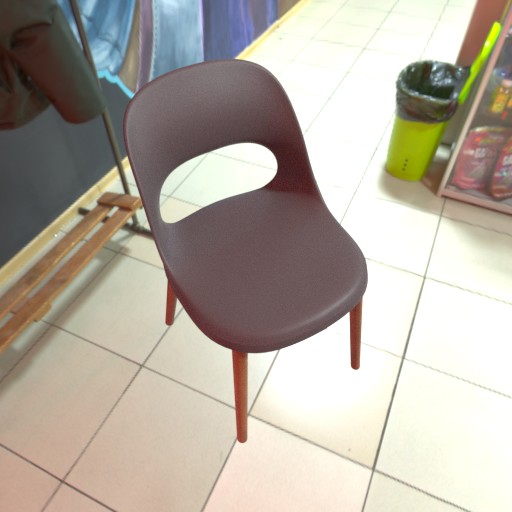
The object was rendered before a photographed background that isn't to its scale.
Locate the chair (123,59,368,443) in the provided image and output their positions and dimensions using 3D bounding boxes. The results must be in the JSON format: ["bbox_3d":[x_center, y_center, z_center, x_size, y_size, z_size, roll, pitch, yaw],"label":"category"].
[{"bbox_3d":[0.000,0.000,1.155,0.470,0.795,0.556,-25,52,-21],"label":"chair"}]
